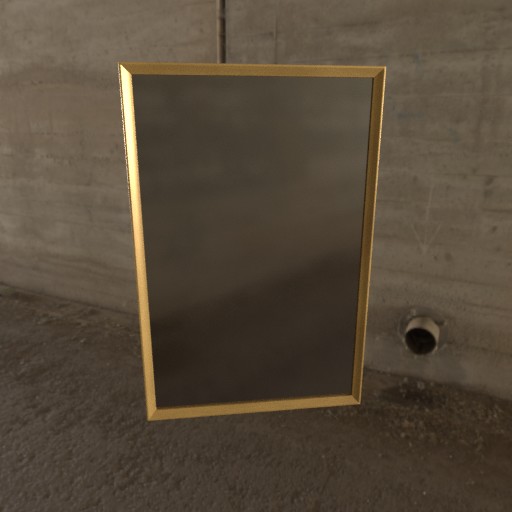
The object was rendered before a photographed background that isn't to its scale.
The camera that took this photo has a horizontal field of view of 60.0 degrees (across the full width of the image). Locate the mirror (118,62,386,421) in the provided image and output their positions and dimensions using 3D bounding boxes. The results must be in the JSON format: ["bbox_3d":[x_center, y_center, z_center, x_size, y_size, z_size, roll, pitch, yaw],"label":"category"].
[{"bbox_3d":[0.000,0.000,1.148,0.609,0.915,0.041,-2,17,-7],"label":"mirror"}]
